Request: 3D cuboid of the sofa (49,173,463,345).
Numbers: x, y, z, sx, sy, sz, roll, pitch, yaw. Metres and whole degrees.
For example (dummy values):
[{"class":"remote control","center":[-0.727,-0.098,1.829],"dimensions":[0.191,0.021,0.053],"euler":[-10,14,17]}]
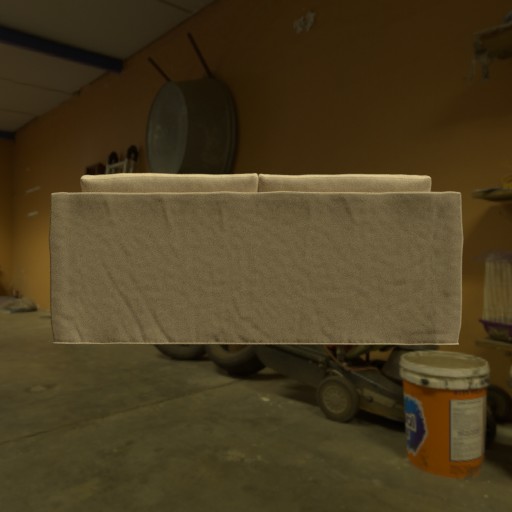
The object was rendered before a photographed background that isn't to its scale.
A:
[{"class":"sofa","center":[0.000,0.000,2.525],"dimensions":[1.959,0.835,0.962],"euler":[0,0,1]}]
